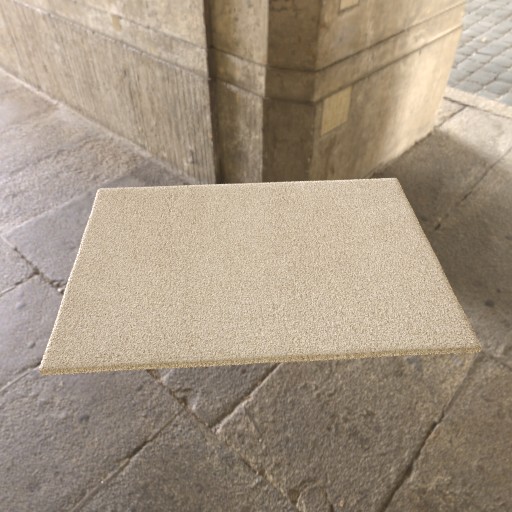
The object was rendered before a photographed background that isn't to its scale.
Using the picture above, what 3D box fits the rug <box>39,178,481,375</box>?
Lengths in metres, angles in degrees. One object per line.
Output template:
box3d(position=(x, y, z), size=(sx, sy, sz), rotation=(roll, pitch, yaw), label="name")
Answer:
box3d(position=(0.000, 0.000, 2.203), size=(1.778, 0.030, 1.219), rotation=(-2, 45, -2), label="rug")
